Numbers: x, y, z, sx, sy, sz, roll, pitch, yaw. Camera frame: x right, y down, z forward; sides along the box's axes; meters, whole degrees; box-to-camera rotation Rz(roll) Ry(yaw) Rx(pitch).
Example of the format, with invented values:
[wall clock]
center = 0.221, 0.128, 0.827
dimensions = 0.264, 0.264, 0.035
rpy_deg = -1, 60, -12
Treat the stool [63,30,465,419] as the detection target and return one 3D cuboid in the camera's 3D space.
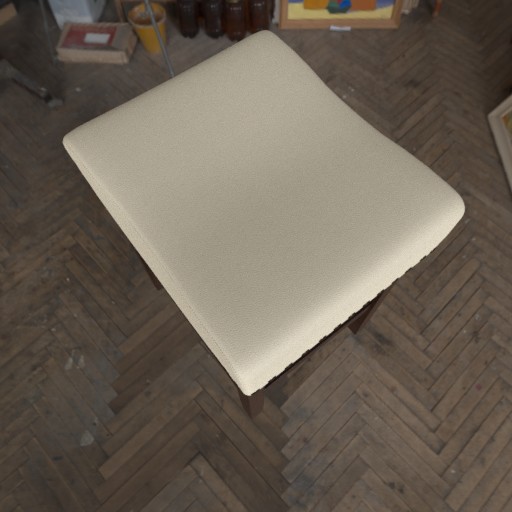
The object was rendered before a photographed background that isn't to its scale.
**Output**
[stool]
center = 0.000, 0.000, 0.905
dimensions = 0.401, 0.609, 0.471
rpy_deg = -35, 69, -15
